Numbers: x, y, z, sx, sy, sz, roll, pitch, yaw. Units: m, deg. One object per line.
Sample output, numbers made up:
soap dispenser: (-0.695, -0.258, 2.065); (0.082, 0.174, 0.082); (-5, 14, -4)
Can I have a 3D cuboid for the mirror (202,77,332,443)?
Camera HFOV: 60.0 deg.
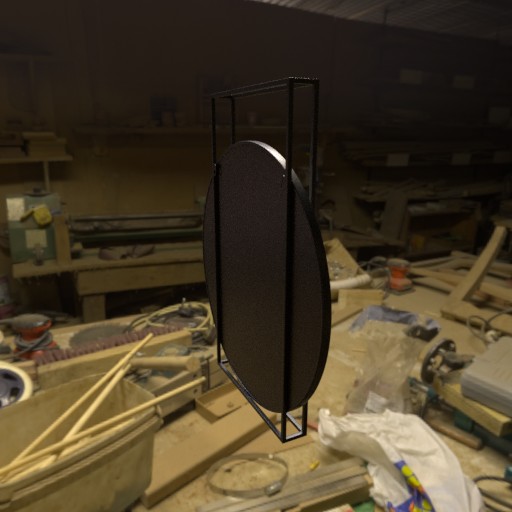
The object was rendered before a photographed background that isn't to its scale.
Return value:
mirror: (0.000, 0.000, 0.848); (0.051, 0.603, 0.508); (-7, 17, -25)
